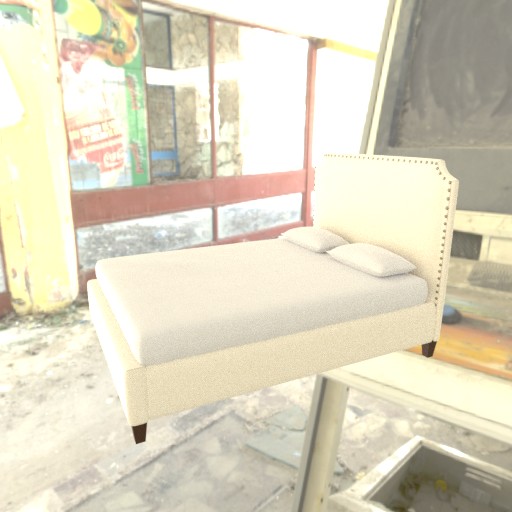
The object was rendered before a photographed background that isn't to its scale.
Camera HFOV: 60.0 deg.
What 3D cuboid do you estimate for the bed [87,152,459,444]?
[{"bbox_3d":[0.000,0.000,3.464,2.372,1.497,1.712,-8,17,-25],"label":"bed"}]
